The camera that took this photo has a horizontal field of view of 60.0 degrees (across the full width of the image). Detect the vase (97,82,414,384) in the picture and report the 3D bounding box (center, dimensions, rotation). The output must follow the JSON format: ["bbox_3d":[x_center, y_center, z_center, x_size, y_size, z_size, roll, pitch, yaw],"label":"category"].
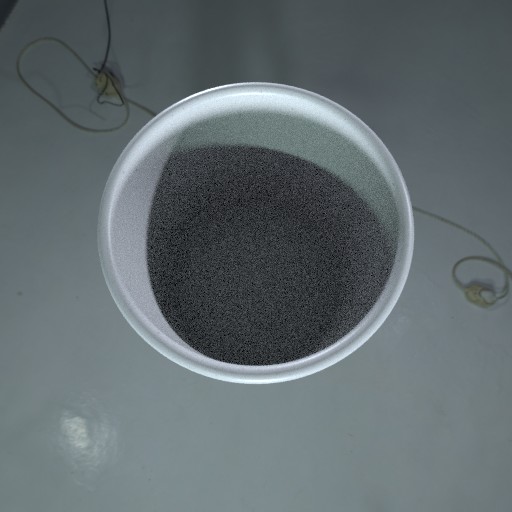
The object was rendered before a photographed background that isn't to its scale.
[{"bbox_3d":[0.000,0.000,0.251,0.137,0.127,0.137,0,75,0],"label":"vase"}]
